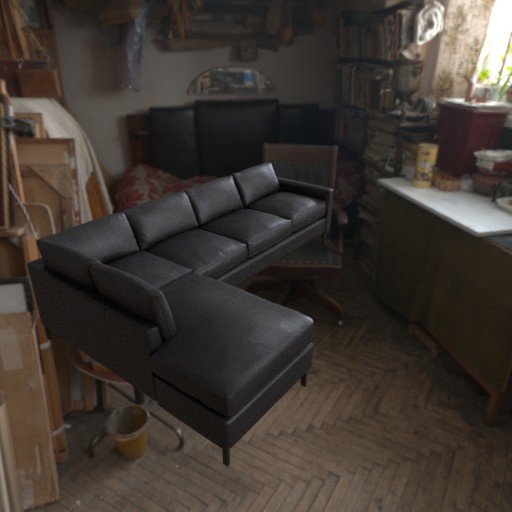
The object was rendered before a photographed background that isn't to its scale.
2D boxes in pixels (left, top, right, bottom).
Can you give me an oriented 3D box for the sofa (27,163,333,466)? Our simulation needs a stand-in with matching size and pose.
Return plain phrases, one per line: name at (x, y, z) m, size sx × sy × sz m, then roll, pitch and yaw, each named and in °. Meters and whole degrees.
sofa at (0.000, 0.000, 3.775) m, size 1.938 × 0.877 × 2.984 m, roll 19°, pitch 32°, yaw 33°
